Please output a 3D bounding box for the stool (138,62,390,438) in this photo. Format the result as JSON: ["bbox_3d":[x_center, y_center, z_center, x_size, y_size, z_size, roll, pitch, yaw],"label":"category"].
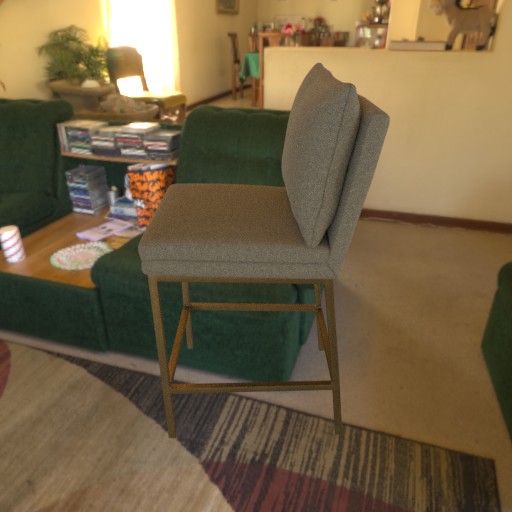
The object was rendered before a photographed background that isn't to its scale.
[{"bbox_3d":[0.000,0.000,1.319,0.569,1.030,0.463,0,28,0],"label":"stool"}]
